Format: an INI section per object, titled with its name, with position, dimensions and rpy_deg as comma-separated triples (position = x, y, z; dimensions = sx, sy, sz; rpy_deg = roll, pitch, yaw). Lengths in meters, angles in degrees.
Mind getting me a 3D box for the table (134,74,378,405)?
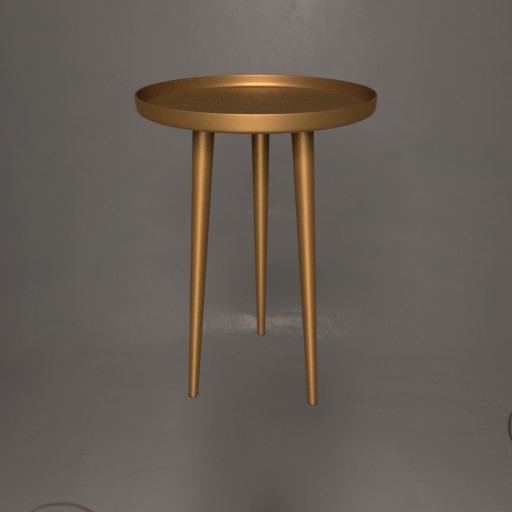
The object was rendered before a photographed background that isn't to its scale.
[table]
position = 0.000, 0.000, 0.676
dimensions = 0.299, 0.480, 0.299
rpy_deg = 1, 29, 2
